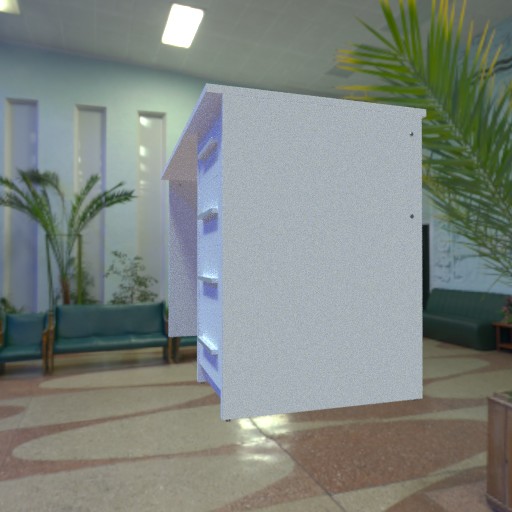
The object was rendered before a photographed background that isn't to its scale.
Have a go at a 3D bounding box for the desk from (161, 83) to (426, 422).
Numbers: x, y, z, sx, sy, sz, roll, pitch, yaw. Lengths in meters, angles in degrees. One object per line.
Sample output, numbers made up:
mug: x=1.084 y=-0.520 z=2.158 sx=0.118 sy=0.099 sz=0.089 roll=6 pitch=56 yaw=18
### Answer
desk: x=0.000 y=0.000 z=1.552 sx=0.560 sy=0.730 sz=1.096 roll=0 pitch=-1 yaw=-17
